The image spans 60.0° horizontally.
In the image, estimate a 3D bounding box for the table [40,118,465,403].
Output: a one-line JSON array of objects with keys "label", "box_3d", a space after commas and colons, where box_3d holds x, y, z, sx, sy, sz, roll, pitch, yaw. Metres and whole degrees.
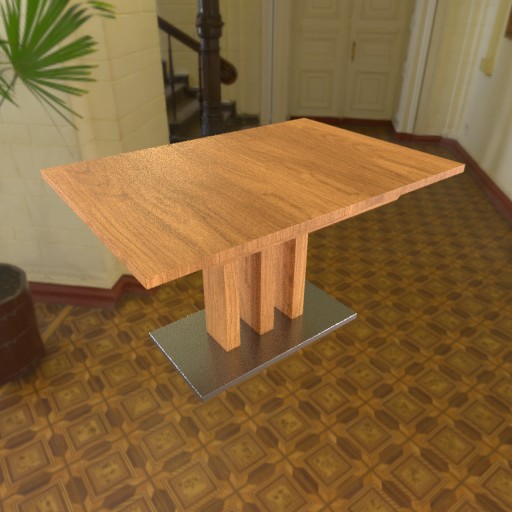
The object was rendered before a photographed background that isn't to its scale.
[{"label": "table", "box_3d": [0.000, 0.000, 1.844, 1.300, 0.770, 0.900, -21, 37, -31]}]
